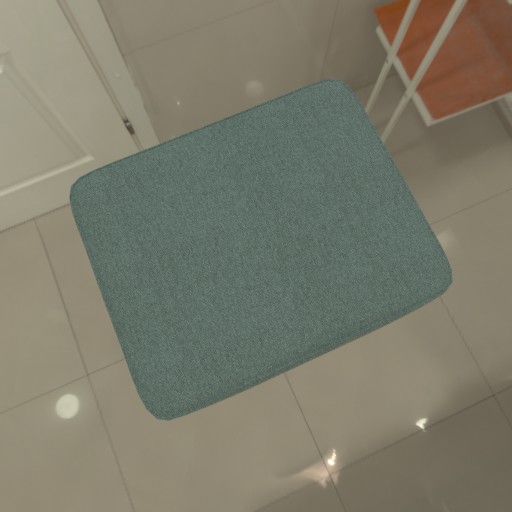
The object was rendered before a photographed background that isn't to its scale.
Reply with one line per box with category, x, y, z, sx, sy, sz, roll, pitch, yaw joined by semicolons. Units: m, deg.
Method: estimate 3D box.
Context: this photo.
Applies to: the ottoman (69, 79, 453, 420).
ottoman;0.000;0.000;1.164;0.738;0.537;0.589;-23;77;-6
